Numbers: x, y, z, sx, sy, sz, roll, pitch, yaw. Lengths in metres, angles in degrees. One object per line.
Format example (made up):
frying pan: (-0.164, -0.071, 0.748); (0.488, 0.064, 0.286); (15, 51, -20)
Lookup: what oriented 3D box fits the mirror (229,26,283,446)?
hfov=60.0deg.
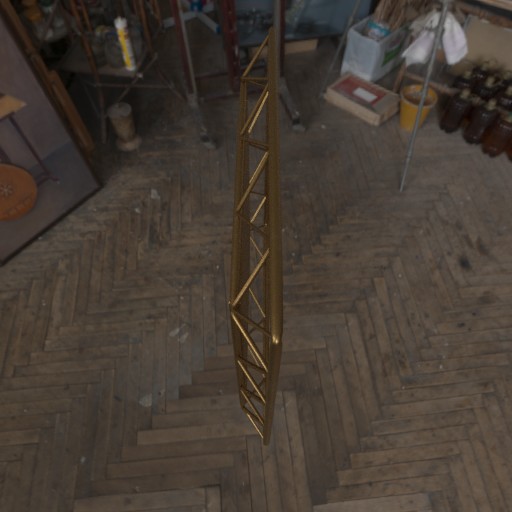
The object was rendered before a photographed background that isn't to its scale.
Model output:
mirror: (0.000, 0.000, 0.604); (0.046, 0.414, 0.416); (1, 57, 0)
